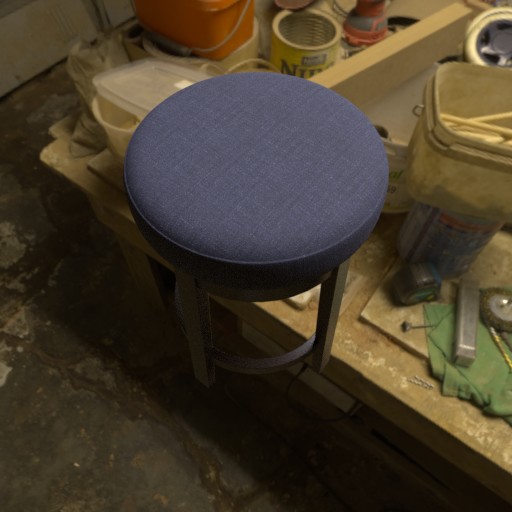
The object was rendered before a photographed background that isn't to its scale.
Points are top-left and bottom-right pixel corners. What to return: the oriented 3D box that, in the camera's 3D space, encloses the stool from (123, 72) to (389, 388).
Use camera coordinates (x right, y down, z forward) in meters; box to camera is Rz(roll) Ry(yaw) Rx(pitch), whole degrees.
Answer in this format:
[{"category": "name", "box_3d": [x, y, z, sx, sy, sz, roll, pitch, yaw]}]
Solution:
[{"category": "stool", "box_3d": [0.000, 0.000, 0.960, 0.449, 0.655, 0.449, 0, 57, 0]}]
